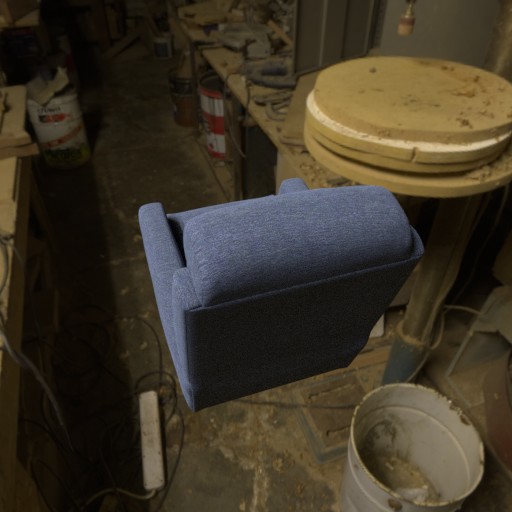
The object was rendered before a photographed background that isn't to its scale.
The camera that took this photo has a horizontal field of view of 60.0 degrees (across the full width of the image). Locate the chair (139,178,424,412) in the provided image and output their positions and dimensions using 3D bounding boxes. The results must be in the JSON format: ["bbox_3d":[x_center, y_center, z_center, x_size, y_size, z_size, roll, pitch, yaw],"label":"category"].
[{"bbox_3d":[0.000,0.000,1.706,0.798,1.013,1.043,-12,42,-14],"label":"chair"}]
